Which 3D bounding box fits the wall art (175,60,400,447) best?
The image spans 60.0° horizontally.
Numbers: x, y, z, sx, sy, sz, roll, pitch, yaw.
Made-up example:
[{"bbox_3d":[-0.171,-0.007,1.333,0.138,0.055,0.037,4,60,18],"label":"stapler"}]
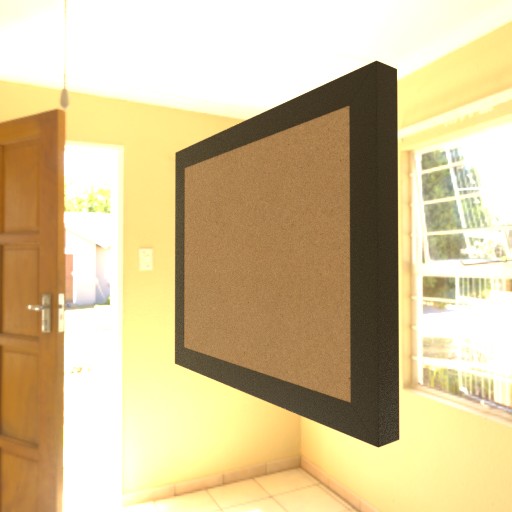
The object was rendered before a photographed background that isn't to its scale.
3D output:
[{"bbox_3d":[0.000,0.000,0.529,0.028,0.321,0.381,1,-1,-36],"label":"wall art"}]
